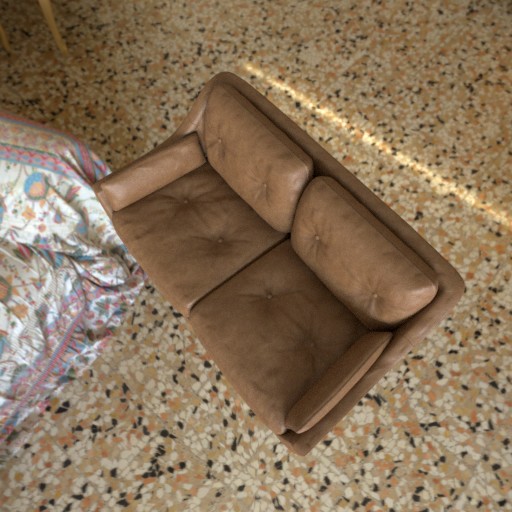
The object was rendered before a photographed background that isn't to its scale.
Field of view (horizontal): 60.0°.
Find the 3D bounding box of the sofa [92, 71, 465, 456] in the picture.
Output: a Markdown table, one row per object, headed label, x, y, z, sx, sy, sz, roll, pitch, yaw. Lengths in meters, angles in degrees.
| label | x | y | z | sx | sy | sz | roll | pitch | yaw |
| --- | --- | --- | --- | --- | --- | --- | --- | --- | --- |
| sofa | 0.000 | 0.000 | 2.303 | 0.981 | 0.886 | 1.731 | -36 | 69 | -16 |
